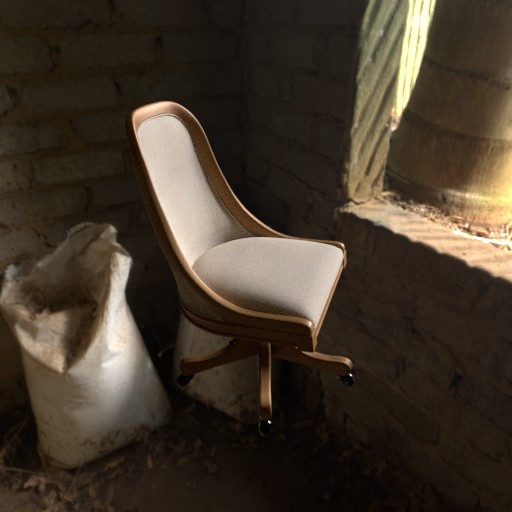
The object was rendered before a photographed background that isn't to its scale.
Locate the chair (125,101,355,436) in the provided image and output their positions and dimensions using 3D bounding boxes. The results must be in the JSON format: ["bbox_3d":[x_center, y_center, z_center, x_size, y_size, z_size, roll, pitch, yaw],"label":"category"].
[{"bbox_3d":[0.000,0.000,1.606,0.811,1.009,0.702,10,30,17],"label":"chair"}]
